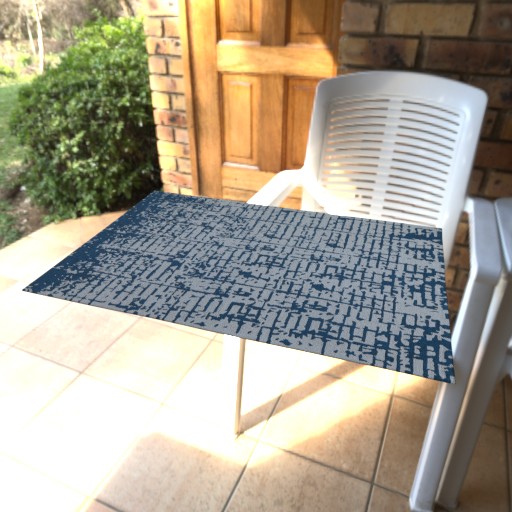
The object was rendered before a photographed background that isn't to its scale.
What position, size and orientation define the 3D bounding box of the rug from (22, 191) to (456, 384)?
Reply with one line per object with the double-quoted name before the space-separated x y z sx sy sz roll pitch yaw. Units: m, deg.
"rug" 0.000 0.000 2.256 1.828 0.007 1.220 9 32 15
